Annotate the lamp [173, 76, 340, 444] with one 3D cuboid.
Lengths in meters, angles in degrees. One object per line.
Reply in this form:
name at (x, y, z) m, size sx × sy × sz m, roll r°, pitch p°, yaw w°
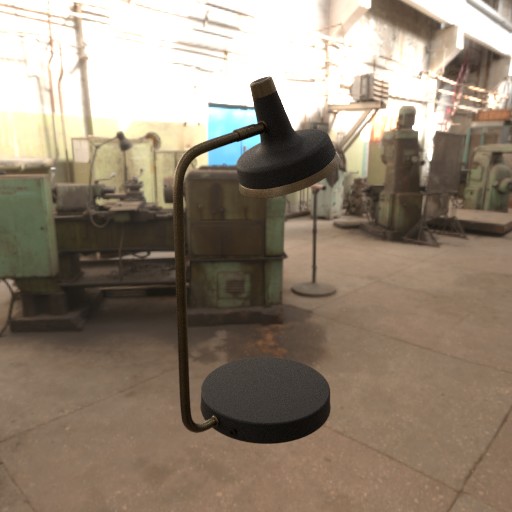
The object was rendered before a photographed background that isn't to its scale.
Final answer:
lamp at (0.000, 0.000, 0.500) m, size 0.218 × 0.385 × 0.162 m, roll -13°, pitch 19°, yaw -43°
